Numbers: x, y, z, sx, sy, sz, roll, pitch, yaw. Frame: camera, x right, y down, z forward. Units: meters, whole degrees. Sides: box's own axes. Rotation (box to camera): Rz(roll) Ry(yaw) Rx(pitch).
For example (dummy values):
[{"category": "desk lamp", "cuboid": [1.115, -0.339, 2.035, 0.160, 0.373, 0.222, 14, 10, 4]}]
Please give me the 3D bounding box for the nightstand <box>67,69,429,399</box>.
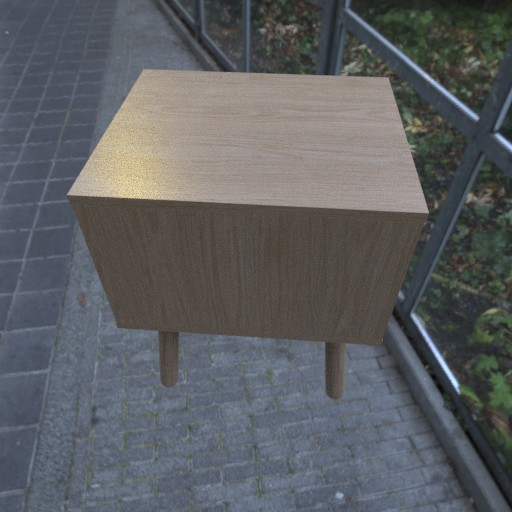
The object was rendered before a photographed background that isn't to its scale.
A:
[{"category": "nightstand", "cuboid": [0.000, 0.000, 0.884, 0.450, 0.571, 0.380, 3, 46, 3]}]
